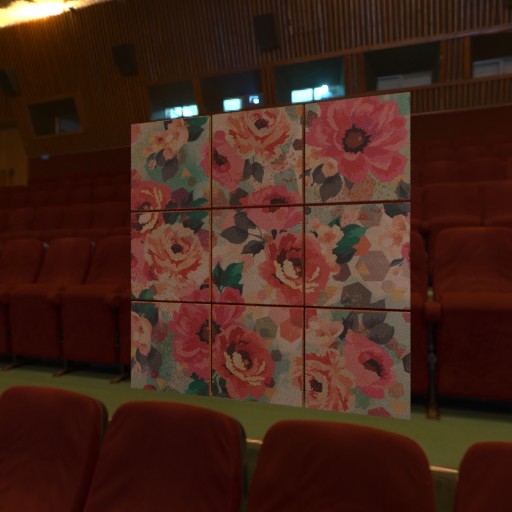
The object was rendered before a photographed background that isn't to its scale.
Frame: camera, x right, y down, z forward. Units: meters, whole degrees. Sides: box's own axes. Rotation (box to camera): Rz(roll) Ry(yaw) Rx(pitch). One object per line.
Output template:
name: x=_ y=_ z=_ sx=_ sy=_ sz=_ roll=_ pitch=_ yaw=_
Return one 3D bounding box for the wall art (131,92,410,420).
wall art: x=0.000 y=0.000 z=1.387 sx=0.911 sy=0.910 sz=0.012 roll=0 pitch=0 yaw=19
